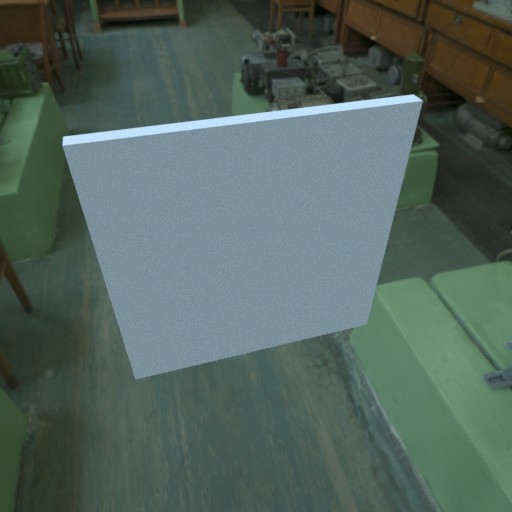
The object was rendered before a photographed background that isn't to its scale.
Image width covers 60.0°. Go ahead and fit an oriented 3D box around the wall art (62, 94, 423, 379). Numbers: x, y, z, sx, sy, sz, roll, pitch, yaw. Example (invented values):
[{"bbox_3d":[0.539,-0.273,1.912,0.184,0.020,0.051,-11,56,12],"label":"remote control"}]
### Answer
[{"bbox_3d":[0.000,0.000,0.858,0.559,0.559,0.028,-11,42,-12],"label":"wall art"}]
